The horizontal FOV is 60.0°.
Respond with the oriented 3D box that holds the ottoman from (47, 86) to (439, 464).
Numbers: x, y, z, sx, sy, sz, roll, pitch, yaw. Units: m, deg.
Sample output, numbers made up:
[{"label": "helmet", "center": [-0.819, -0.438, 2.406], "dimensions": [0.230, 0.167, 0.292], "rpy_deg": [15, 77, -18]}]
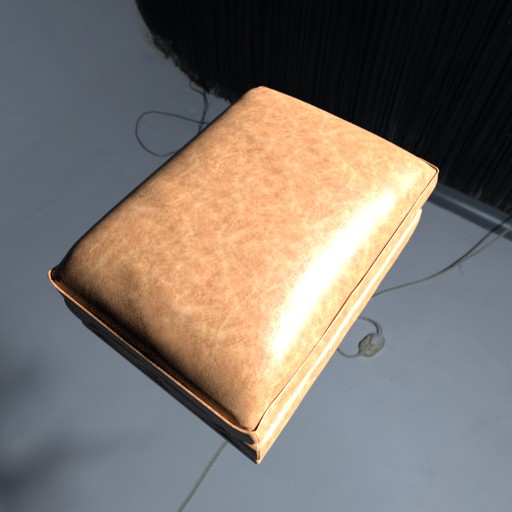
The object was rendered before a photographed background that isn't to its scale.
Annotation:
[{"label": "ottoman", "center": [0.000, 0.000, 1.043], "dimensions": [0.533, 0.480, 0.710], "rpy_deg": [32, 63, 19]}]
